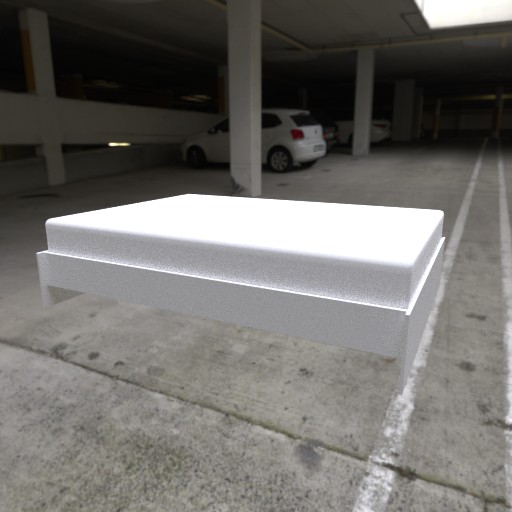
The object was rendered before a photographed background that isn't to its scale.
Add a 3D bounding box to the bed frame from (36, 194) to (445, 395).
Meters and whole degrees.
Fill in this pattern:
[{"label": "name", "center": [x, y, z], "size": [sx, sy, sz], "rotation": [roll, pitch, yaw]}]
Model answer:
[{"label": "bed frame", "center": [0.000, 0.000, 2.622], "size": [1.945, 0.497, 1.445], "rotation": [7, 16, 26]}]
